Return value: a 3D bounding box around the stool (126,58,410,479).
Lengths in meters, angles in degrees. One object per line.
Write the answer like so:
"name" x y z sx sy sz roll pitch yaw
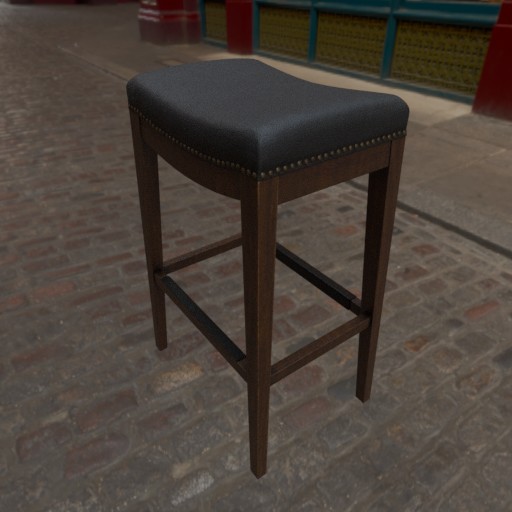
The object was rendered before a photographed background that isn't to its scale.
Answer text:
"stool" 0.000 0.000 1.009 0.361 0.765 0.500 -22 40 -30
